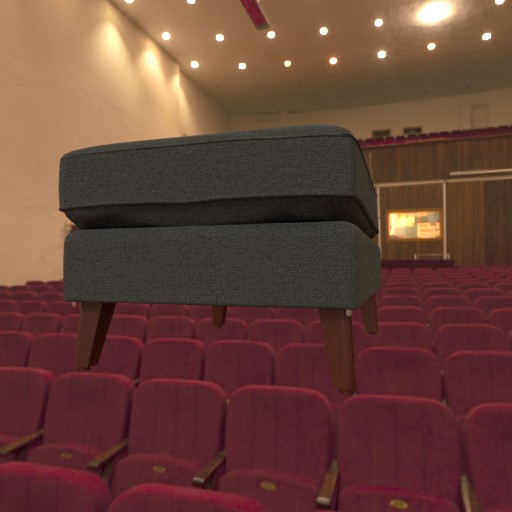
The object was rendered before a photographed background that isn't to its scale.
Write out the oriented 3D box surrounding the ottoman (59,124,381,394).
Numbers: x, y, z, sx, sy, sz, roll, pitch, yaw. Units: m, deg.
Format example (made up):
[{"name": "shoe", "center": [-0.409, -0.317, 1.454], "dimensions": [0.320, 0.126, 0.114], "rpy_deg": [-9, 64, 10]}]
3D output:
[{"name": "ottoman", "center": [0.000, 0.000, 1.220], "dimensions": [0.629, 0.503, 0.835], "rpy_deg": [-1, -2, 18]}]
